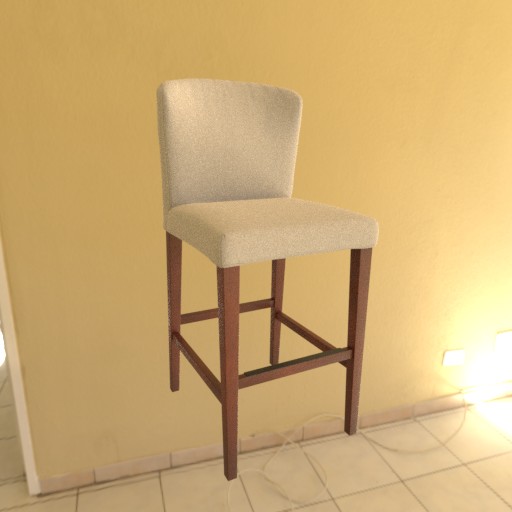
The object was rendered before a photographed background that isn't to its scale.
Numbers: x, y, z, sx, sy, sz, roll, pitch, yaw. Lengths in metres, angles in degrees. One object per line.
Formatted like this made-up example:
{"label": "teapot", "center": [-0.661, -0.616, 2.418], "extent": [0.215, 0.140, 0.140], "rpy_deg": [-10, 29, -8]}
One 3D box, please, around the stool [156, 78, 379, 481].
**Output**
{"label": "stool", "center": [0.000, 0.000, 1.359], "extent": [0.479, 1.069, 0.568], "rpy_deg": [-8, 17, -26]}
